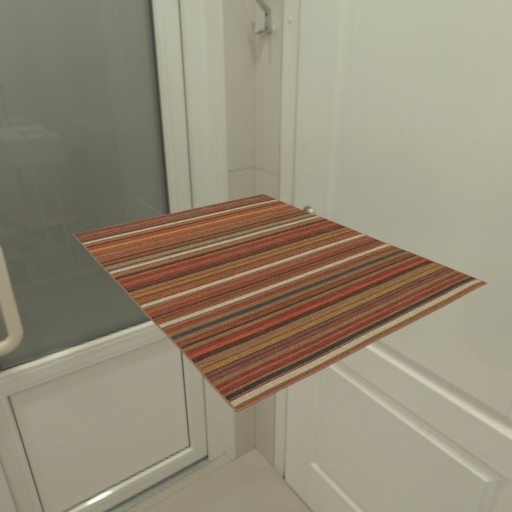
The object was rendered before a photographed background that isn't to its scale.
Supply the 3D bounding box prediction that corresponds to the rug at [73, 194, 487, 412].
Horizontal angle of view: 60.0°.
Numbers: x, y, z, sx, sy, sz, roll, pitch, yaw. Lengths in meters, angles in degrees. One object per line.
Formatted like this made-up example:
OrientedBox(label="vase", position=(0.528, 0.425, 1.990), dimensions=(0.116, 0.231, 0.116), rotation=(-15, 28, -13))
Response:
OrientedBox(label="rug", position=(0.000, 0.000, 4.108), dimensions=(2.479, 0.023, 3.092), rotation=(-17, 29, -32))
